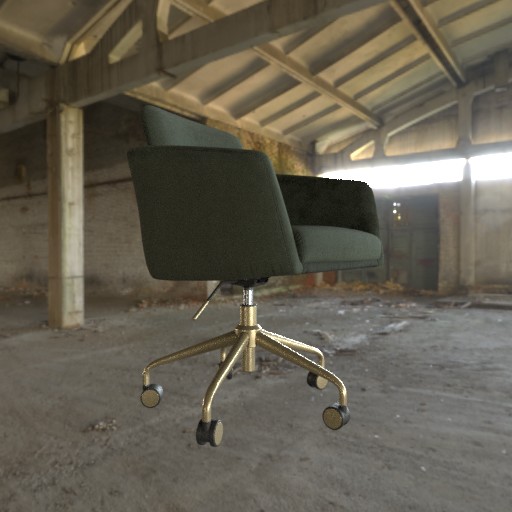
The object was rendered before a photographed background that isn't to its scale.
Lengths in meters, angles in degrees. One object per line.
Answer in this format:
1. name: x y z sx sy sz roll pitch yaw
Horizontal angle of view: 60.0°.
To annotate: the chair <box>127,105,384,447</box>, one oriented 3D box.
1. chair: 0.000 0.000 1.327 0.635 0.908 0.641 0 0 36
